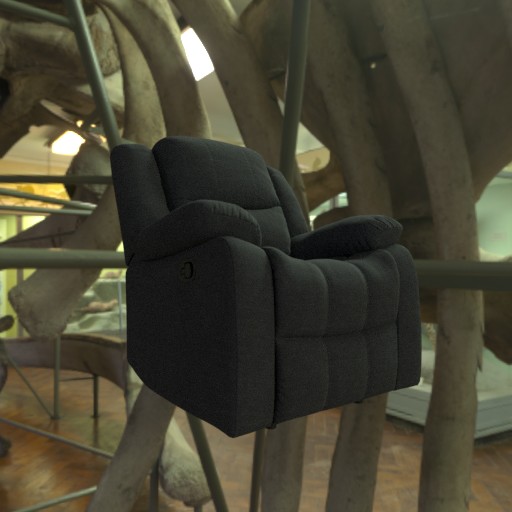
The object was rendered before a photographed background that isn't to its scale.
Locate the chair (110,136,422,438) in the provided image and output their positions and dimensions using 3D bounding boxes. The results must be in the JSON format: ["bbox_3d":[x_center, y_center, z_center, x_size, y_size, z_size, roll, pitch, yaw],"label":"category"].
[{"bbox_3d":[0.000,0.000,1.679,0.899,1.008,0.944,0,0,-36],"label":"chair"}]
